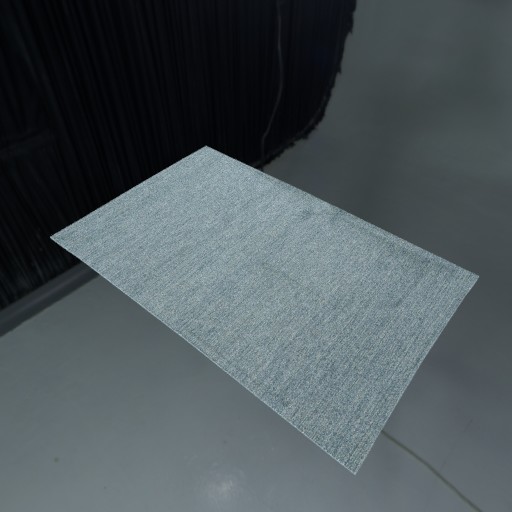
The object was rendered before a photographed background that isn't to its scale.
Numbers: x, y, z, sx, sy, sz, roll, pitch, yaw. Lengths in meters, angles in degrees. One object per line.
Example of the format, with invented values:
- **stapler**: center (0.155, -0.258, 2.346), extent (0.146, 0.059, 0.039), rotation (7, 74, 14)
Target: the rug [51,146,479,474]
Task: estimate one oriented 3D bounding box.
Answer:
- **rug**: center (0.000, 0.000, 2.234), extent (1.853, 0.022, 1.174), rotation (31, 53, 27)
